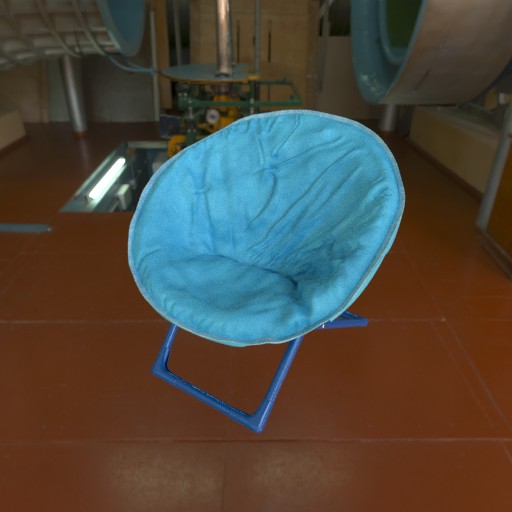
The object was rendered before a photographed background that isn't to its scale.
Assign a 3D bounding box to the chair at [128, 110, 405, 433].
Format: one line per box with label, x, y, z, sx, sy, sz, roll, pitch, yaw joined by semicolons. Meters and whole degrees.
chair;0.000;0.000;0.879;0.520;0.478;0.465;19;35;29
